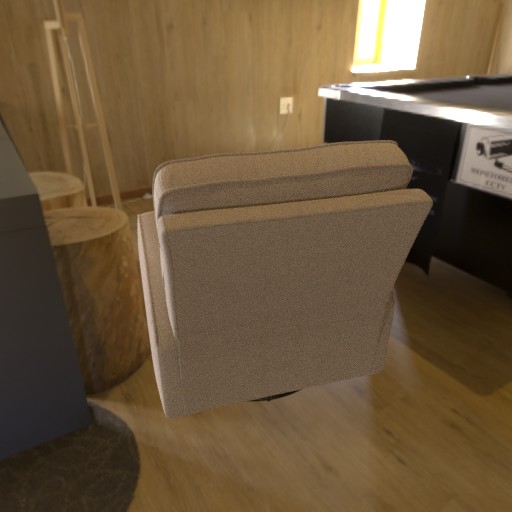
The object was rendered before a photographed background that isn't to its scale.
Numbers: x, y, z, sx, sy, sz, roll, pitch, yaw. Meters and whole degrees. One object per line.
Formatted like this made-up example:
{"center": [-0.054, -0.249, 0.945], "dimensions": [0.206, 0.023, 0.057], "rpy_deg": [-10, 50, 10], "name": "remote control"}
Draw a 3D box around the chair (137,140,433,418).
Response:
{"center": [0.000, 0.000, 1.696], "dimensions": [0.861, 0.964, 0.969], "rpy_deg": [-8, 28, -14], "name": "chair"}
